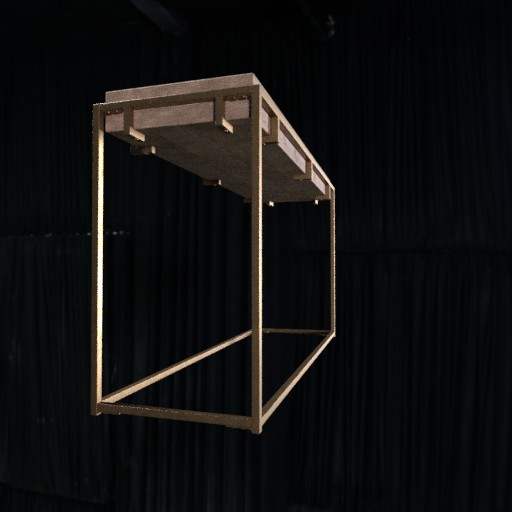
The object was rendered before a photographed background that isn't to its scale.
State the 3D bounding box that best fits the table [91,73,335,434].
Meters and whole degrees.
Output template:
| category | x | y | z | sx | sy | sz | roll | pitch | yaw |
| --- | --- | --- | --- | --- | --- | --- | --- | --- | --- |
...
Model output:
| category | x | y | z | sx | sy | sz | roll | pitch | yaw |
| --- | --- | --- | --- | --- | --- | --- | --- | --- | --- |
| table | 0.000 | 0.000 | 1.723 | 0.440 | 0.820 | 1.400 | 0 | -1 | 17 |
